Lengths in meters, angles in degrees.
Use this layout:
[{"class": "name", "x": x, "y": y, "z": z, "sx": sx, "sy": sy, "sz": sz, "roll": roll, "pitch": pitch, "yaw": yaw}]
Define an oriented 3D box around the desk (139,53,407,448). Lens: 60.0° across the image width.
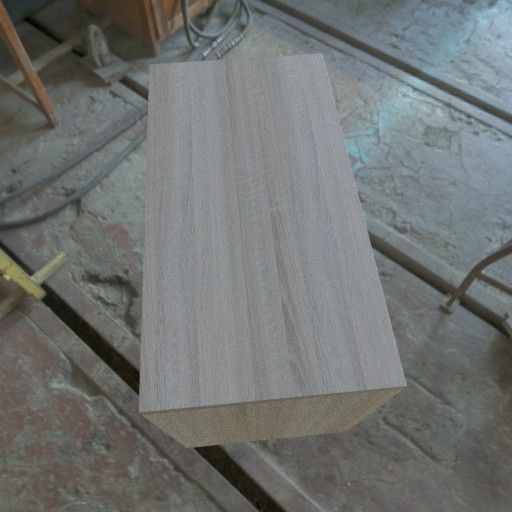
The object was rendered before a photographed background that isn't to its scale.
[{"class": "desk", "x": 0.000, "y": 0.000, "z": 1.528, "sx": 0.600, "sy": 0.731, "sz": 1.100, "roll": -5, "pitch": 61, "yaw": -3}]
